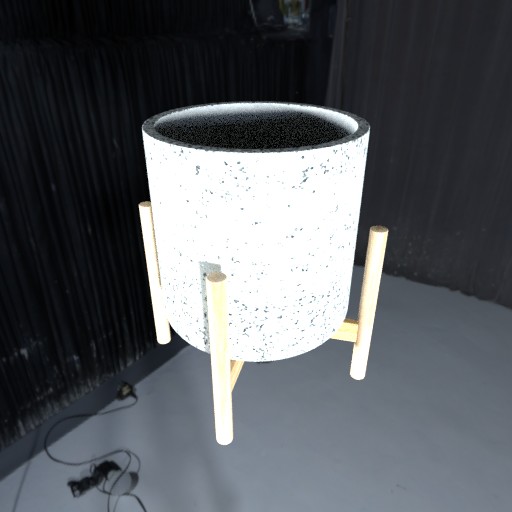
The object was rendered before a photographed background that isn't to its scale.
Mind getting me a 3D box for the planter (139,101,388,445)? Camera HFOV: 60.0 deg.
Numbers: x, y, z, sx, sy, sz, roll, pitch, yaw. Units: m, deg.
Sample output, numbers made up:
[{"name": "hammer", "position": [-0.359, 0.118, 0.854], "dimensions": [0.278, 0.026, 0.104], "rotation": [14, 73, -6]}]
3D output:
[{"name": "planter", "position": [0.000, 0.000, 0.705], "dimensions": [0.360, 0.419, 0.360], "rotation": [20, 35, 32]}]
